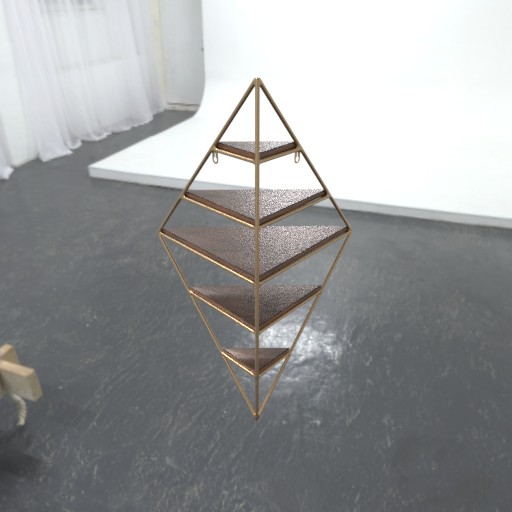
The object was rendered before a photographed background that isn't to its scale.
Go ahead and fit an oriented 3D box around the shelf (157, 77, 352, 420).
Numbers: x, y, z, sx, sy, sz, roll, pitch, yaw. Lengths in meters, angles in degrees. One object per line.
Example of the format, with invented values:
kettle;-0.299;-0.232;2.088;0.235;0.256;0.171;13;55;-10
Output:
shelf;0.000;0.000;1.162;0.564;0.913;0.294;-1;29;-1
